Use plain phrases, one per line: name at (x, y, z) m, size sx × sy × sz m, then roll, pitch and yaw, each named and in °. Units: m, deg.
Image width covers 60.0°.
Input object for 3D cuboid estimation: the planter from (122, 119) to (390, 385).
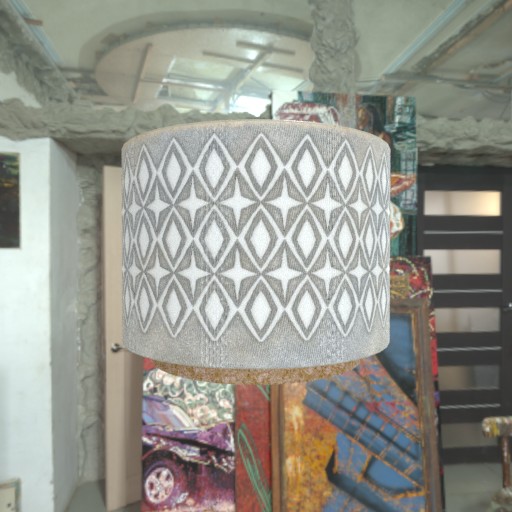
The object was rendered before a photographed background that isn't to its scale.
planter at (0.000, 0.000, 0.284) m, size 0.164 × 0.127 × 0.164 m, roll 0°, pitch 1°, yaw 0°
